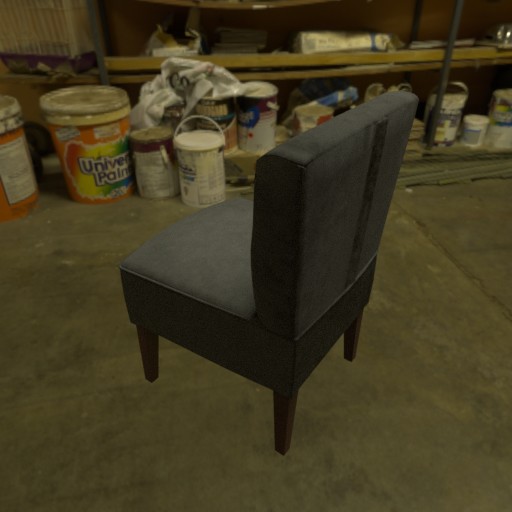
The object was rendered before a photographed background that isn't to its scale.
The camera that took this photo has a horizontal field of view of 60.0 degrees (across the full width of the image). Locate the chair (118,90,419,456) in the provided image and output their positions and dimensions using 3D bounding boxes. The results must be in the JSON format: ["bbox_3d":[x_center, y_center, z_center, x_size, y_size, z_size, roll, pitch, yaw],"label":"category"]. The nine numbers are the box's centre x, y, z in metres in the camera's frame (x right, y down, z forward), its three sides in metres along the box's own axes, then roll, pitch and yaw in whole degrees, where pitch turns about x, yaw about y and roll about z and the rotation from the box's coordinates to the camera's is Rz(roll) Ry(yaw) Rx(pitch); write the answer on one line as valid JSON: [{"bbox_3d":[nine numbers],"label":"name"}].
[{"bbox_3d":[0.000,0.000,1.146,0.554,0.806,0.521,21,38,29],"label":"chair"}]
